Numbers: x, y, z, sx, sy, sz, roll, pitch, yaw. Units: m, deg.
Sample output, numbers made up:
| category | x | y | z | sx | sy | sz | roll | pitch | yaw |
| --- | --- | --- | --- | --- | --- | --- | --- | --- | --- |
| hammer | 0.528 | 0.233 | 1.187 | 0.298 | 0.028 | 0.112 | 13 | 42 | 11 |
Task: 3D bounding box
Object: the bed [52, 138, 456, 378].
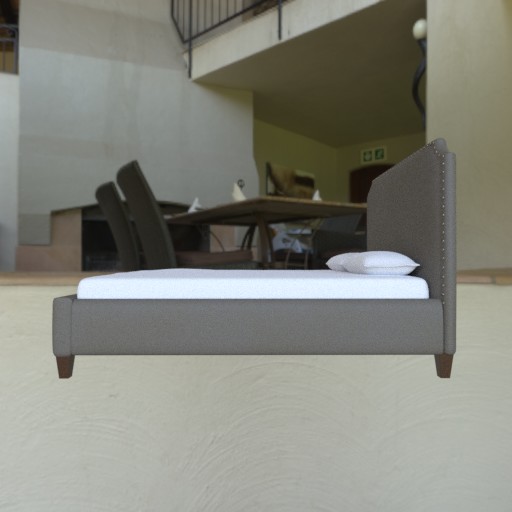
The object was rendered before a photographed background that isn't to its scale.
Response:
| category | x | y | z | sx | sy | sz | roll | pitch | yaw |
| --- | --- | --- | --- | --- | --- | --- | --- | --- | --- |
| bed | 0.000 | 0.000 | 3.403 | 2.372 | 1.443 | 1.712 | 0 | 0 | 0 |
